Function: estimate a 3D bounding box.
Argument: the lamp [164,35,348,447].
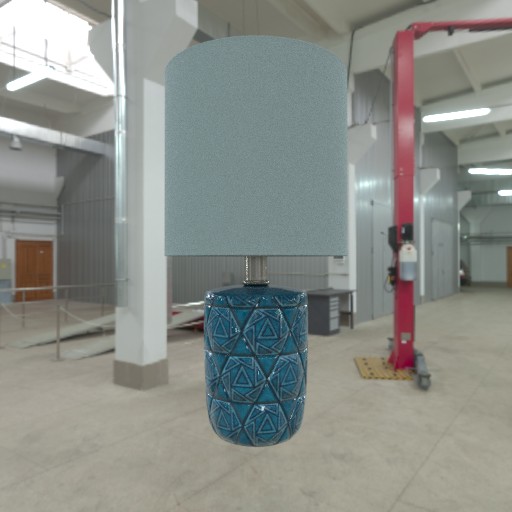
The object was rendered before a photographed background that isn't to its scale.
[{"bbox_3d":[0.000,0.000,0.475,0.193,0.377,0.193,0,0,0],"label":"lamp"}]
